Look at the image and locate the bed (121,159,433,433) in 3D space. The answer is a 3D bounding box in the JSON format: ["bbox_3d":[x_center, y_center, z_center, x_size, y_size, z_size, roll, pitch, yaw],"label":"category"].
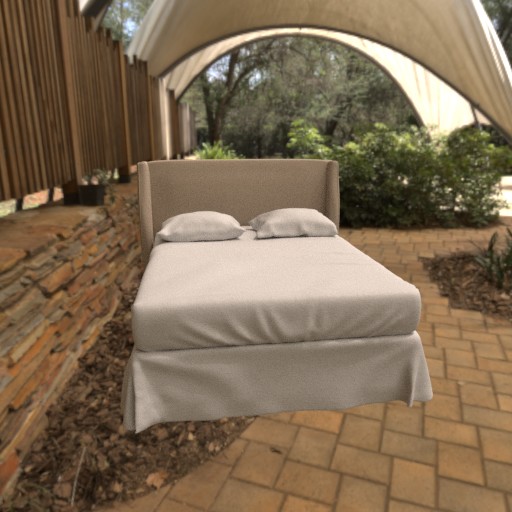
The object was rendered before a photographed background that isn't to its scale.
[{"bbox_3d":[0.000,0.000,3.380,1.925,1.332,2.276,-2,15,-8],"label":"bed"}]
